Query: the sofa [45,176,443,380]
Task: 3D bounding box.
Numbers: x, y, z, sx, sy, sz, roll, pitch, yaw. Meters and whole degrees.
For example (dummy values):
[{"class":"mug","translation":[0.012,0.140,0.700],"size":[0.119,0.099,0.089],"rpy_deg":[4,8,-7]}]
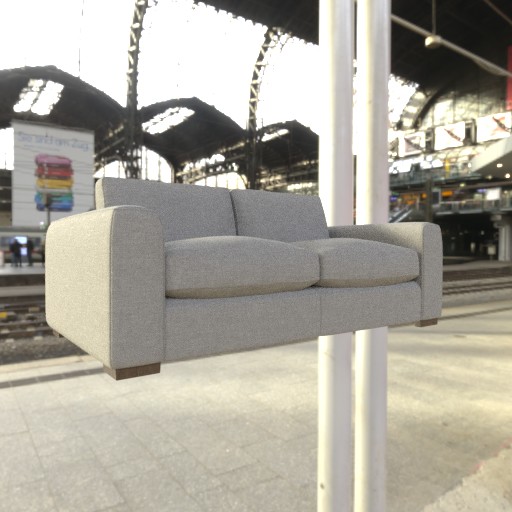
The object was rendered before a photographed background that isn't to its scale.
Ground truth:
[{"class":"sofa","translation":[0.000,0.000,2.399],"size":[1.920,0.800,1.069],"rpy_deg":[-1,1,-36]}]
